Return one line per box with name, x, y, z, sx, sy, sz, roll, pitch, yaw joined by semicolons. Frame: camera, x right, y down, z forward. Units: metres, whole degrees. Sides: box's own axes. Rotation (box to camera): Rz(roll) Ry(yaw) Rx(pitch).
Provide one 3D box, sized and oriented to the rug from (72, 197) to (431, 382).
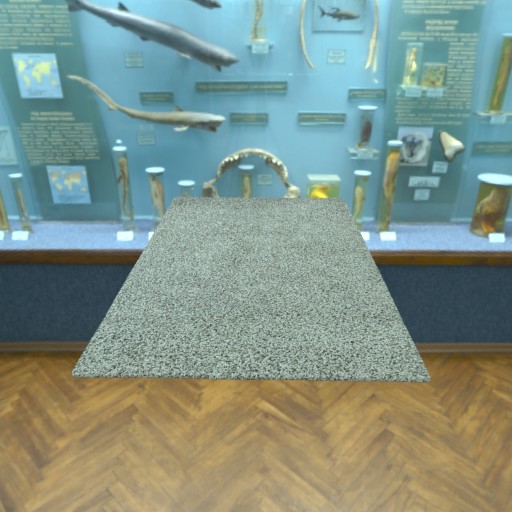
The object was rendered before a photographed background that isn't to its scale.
rug;0.000;0.000;3.409;1.778;0.030;2.743;1;26;1
